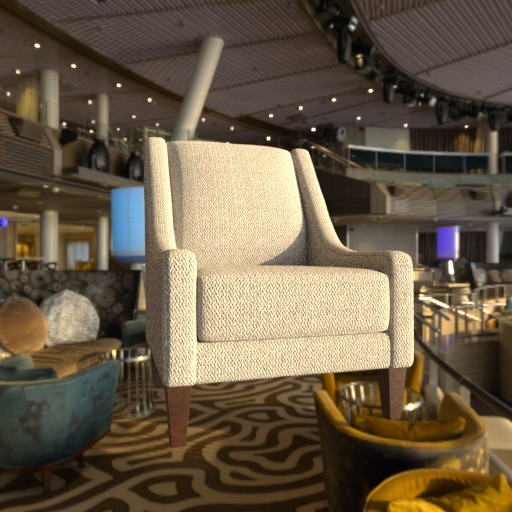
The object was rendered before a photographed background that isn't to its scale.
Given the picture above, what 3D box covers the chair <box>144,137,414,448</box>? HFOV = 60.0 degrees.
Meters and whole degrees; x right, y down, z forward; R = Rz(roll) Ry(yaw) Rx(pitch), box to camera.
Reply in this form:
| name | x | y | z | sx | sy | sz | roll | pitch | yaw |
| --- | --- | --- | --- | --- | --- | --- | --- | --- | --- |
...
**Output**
| name | x | y | z | sx | sy | sz | roll | pitch | yaw |
| --- | --- | --- | --- | --- | --- | --- | --- | --- | --- |
| chair | 0.000 | 0.000 | 1.627 | 0.774 | 1.014 | 0.870 | 0 | -1 | -17 |
